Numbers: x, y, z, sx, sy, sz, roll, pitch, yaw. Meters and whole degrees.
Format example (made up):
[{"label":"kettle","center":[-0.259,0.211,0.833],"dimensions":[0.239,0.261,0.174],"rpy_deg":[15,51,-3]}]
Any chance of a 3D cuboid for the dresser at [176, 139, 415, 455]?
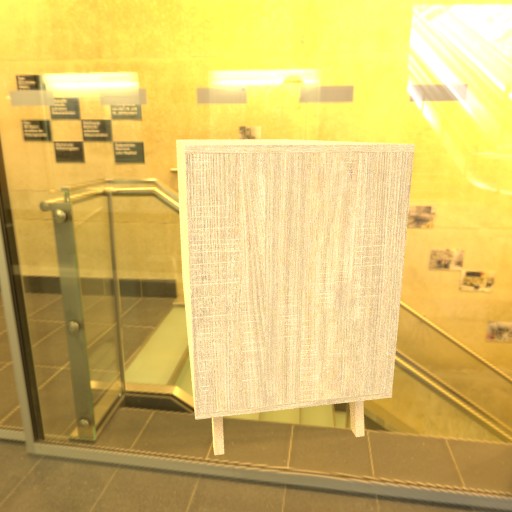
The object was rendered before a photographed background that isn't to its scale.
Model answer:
[{"label":"dresser","center":[0.000,0.000,1.555],"dimensions":[0.500,0.780,1.110],"rpy_deg":[-3,16,-10]}]
